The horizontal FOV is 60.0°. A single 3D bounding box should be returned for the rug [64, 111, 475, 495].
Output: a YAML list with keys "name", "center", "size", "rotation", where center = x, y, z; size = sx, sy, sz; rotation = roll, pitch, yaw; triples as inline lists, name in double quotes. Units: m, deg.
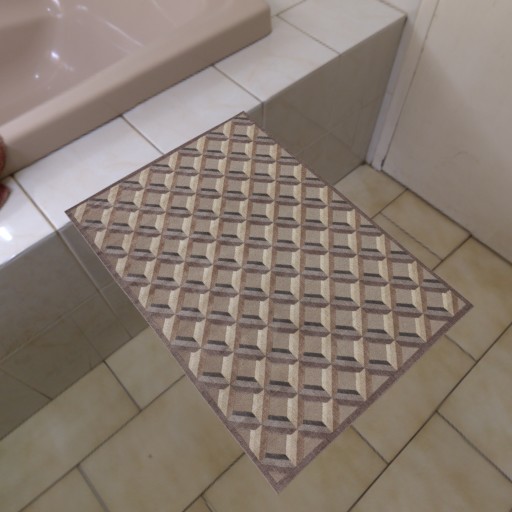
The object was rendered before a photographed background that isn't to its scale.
- name: "rug"
  center: [0.000, 0.000, 2.890]
  size: [1.600, 0.013, 2.260]
  rotation: [-35, 65, -19]
